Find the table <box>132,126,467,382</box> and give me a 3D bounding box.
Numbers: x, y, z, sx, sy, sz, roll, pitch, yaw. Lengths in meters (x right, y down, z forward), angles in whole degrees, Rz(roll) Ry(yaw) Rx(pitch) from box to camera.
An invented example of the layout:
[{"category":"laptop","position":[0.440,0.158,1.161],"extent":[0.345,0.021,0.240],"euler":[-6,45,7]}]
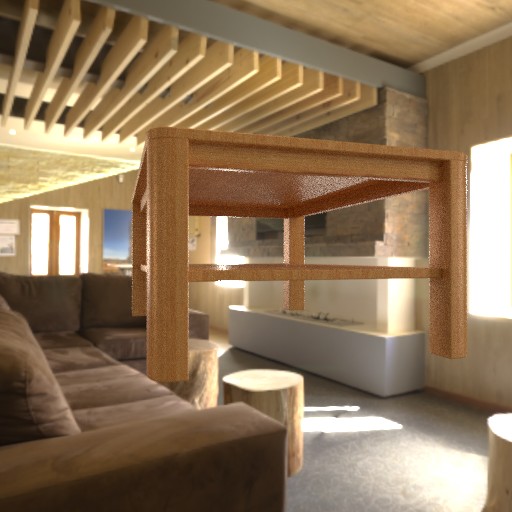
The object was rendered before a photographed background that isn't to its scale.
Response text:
[{"category":"table","position":[0.000,0.000,1.338],"extent":[0.696,0.445,0.997],"euler":[0,0,-17]}]
